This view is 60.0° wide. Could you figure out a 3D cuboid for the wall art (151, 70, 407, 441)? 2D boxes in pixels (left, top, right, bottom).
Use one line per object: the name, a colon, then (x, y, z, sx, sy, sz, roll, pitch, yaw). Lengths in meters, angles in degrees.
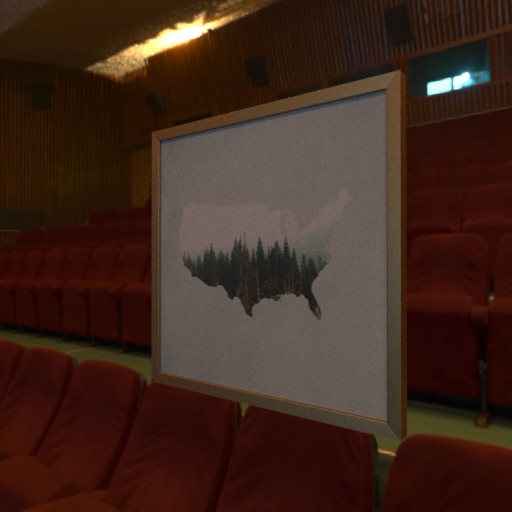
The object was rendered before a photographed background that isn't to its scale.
wall art: (0.000, 0.000, 1.148, 0.762, 0.762, 0.038, 0, -1, 36)
